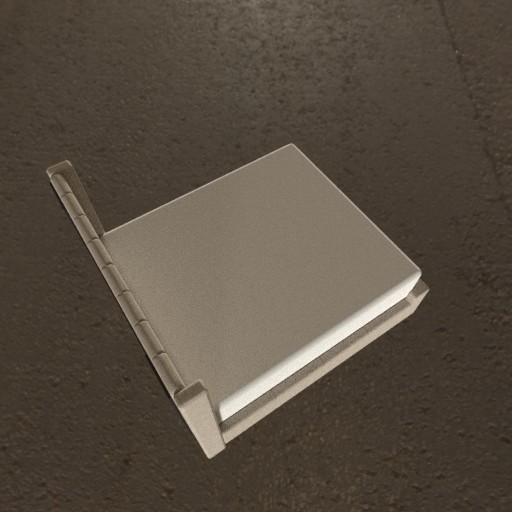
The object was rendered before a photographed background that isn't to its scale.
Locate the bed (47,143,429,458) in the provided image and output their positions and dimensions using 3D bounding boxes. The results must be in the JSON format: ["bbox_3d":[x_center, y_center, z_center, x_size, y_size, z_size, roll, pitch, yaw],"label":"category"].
[{"bbox_3d":[0.000,0.000,3.834,2.370,1.743,2.045,-29,62,-17],"label":"bed"}]
